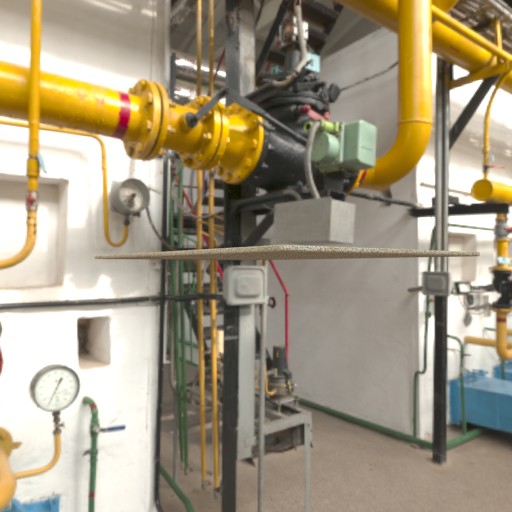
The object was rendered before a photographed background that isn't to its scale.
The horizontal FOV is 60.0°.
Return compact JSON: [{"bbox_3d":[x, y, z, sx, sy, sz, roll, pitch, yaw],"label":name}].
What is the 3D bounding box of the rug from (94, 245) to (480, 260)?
[{"bbox_3d":[0.000,0.000,3.071,1.500,0.025,2.346,1,-2,-36],"label":"rug"}]
